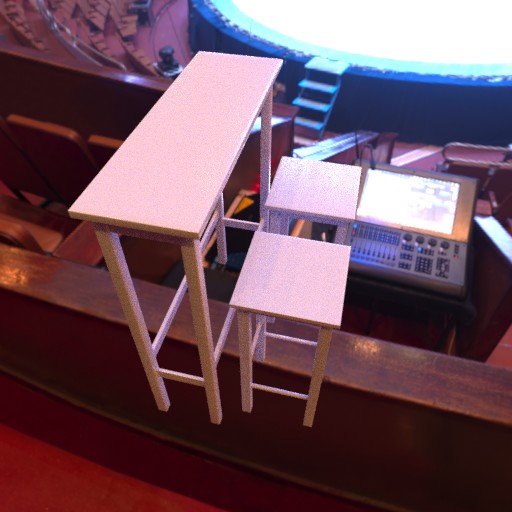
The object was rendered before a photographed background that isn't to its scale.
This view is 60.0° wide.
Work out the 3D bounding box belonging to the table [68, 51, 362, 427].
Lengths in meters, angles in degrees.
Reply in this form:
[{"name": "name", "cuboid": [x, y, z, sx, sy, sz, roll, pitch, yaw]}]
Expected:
[{"name": "table", "cuboid": [0.000, 0.000, 1.635, 0.650, 1.065, 0.915, 10, 47, 9]}]
